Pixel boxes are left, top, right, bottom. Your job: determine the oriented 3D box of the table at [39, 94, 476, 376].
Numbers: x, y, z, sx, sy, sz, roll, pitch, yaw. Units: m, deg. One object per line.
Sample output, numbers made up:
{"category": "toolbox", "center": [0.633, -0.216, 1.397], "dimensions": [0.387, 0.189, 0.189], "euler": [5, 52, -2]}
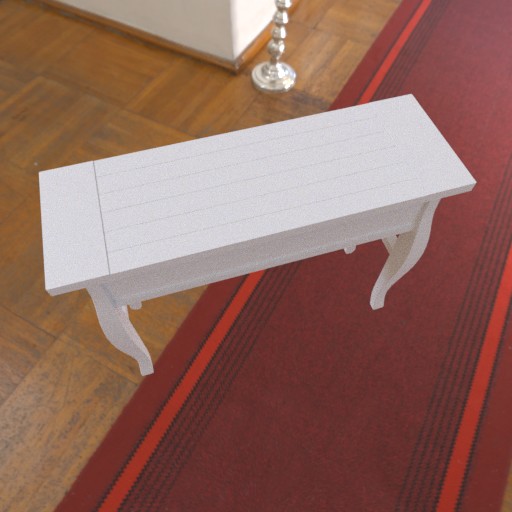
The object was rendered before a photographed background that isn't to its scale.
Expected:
{"category": "table", "center": [0.000, 0.000, 1.460], "dimensions": [1.062, 0.768, 0.373], "euler": [-14, 60, -9]}
